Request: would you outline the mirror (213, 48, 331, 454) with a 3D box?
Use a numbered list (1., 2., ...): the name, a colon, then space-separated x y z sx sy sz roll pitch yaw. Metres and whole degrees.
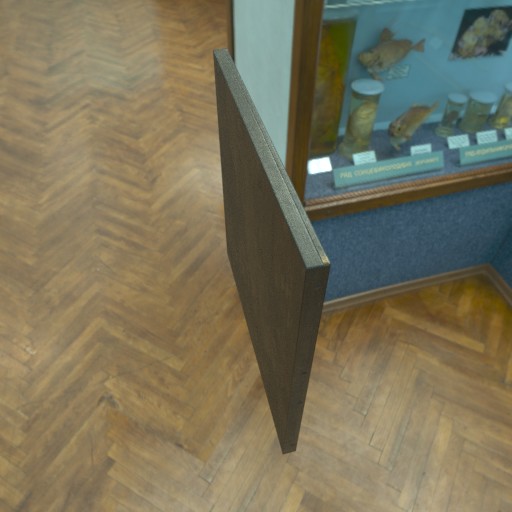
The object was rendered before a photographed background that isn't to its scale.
1. mirror: 0.000 0.000 0.582 0.020 0.381 0.382 -10 48 -9
